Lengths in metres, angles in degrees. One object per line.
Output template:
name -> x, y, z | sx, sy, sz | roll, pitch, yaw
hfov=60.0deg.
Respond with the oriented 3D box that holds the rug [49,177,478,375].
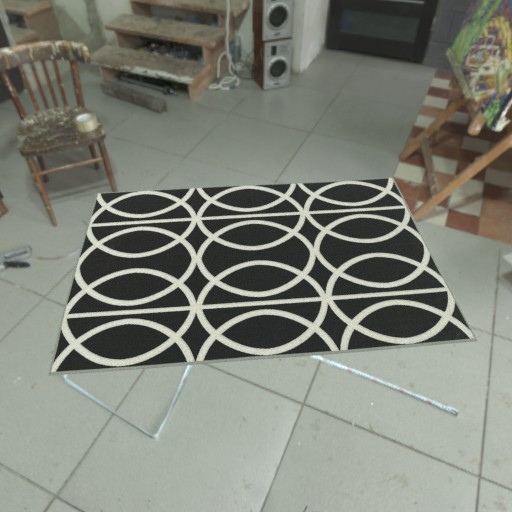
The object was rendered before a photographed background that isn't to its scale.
rug -> 0.000, 0.000, 2.865 | 2.290, 0.014, 1.526 | -4, 46, -4
